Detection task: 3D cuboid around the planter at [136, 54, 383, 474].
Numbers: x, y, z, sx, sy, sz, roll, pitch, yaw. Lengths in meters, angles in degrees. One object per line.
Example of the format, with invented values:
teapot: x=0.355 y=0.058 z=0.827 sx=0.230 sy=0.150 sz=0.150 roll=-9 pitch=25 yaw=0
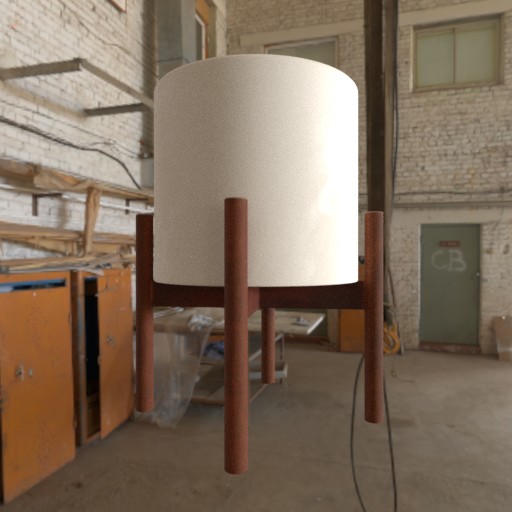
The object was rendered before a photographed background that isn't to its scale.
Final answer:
planter: x=0.000 y=0.000 z=0.500 sx=0.224 sy=0.358 sz=0.224 roll=0 pitch=0 yaw=-37
